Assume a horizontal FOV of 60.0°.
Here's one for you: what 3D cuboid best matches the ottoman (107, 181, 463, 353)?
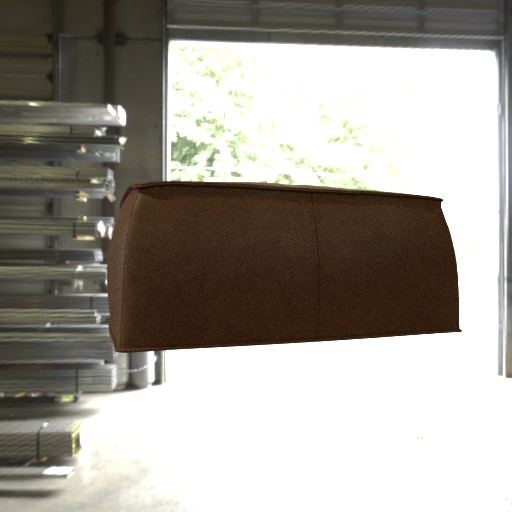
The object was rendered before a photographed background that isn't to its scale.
[{"bbox_3d":[0.000,0.000,1.413,0.901,0.395,0.902,0,0,-17],"label":"ottoman"}]
